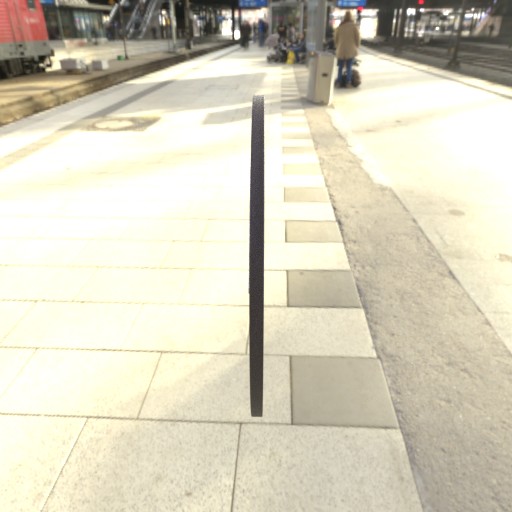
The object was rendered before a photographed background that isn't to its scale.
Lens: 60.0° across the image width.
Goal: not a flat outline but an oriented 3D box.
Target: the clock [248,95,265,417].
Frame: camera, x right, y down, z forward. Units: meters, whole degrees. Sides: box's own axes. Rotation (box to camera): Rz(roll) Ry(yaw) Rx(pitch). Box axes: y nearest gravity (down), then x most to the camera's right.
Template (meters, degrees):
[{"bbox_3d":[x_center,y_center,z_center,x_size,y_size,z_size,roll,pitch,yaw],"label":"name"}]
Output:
[{"bbox_3d":[0.000,0.000,0.873,0.029,0.595,0.595,0,27,1],"label":"clock"}]
